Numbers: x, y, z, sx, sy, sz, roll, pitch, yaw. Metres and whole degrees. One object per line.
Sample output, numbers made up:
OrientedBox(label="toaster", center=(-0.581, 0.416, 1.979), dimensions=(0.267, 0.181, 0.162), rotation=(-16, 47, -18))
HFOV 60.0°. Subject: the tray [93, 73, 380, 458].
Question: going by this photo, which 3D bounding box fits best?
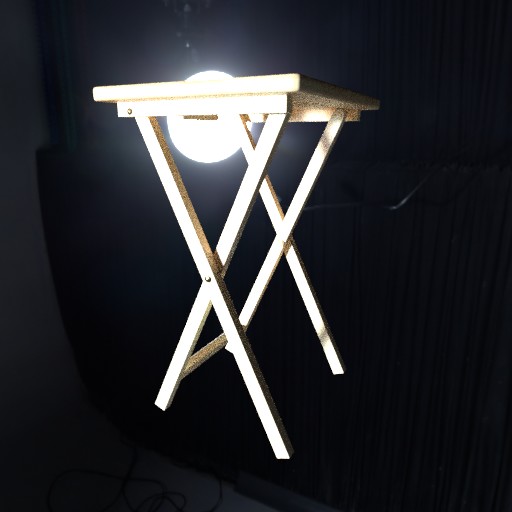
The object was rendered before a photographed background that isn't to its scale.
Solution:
OrientedBox(label="tray", center=(0.000, 0.000, 0.958), dimensions=(0.381, 0.660, 0.483), rotation=(8, 17, 26))
